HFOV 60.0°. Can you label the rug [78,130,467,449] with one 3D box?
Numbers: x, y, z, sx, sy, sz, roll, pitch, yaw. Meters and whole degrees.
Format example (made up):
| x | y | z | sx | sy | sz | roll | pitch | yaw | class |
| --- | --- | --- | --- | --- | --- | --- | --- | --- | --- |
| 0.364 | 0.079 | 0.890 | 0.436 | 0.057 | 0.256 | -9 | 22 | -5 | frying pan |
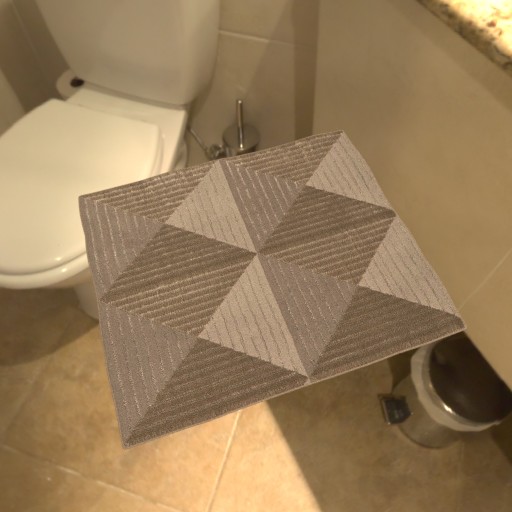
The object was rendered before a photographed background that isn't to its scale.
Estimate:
| x | y | z | sx | sy | sz | roll | pitch | yaw | class |
| --- | --- | --- | --- | --- | --- | --- | --- | --- | --- |
| 0.000 | 0.000 | 0.891 | 0.642 | 0.008 | 0.551 | -16 | 60 | -10 | rug |
